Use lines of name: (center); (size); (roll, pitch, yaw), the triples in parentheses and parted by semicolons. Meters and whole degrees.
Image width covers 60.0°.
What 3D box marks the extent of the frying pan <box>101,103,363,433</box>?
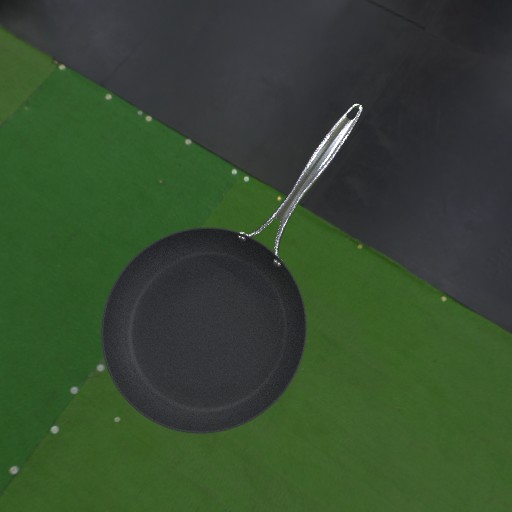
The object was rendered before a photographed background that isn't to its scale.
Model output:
frying pan: (0.000, 0.000, 0.575); (0.255, 0.105, 0.472); (35, 77, 10)
